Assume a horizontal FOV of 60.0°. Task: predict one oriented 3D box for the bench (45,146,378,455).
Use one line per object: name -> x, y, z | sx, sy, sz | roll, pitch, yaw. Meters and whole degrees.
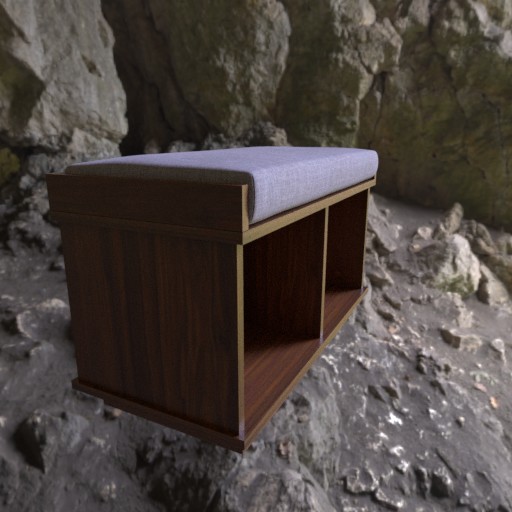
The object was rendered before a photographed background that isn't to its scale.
bench -> 0.000, 0.000, 0.979 | 0.362, 0.461, 0.734 | 8, 18, 26
